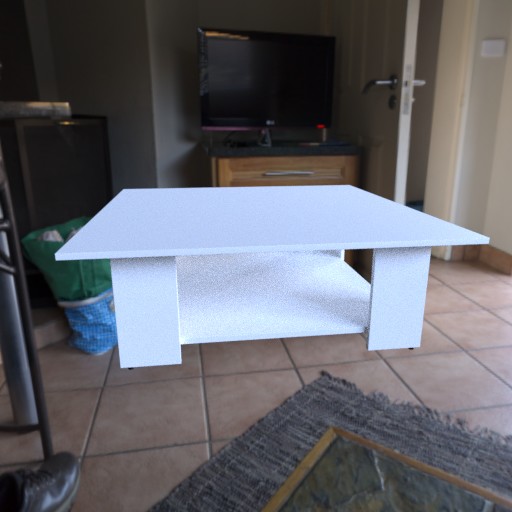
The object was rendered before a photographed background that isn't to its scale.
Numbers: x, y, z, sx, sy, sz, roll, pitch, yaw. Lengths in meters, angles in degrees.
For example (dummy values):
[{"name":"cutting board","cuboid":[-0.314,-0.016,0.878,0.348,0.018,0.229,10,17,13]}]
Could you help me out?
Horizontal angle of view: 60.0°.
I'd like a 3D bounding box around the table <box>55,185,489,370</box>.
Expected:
[{"name":"table","cuboid":[0.000,0.000,1.359,0.890,0.305,0.890,-2,17,-8]}]
